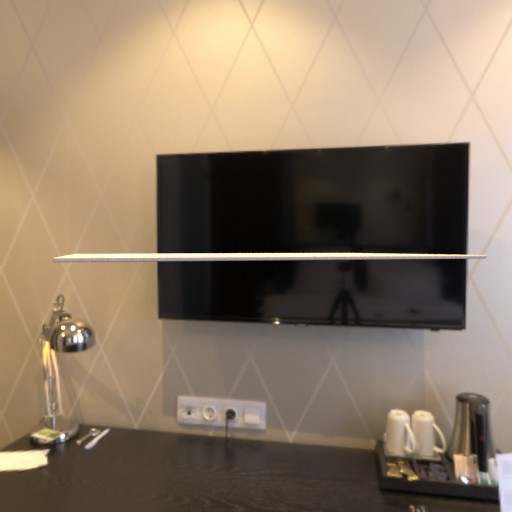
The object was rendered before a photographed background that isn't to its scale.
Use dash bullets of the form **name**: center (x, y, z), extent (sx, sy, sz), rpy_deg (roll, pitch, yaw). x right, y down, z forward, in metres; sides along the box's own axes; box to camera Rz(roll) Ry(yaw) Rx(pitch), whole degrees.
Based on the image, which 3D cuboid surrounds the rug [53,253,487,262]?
- **rug**: center (0.000, 0.000, 2.317), extent (1.828, 0.015, 1.222), rpy_deg (0, 1, -19)
